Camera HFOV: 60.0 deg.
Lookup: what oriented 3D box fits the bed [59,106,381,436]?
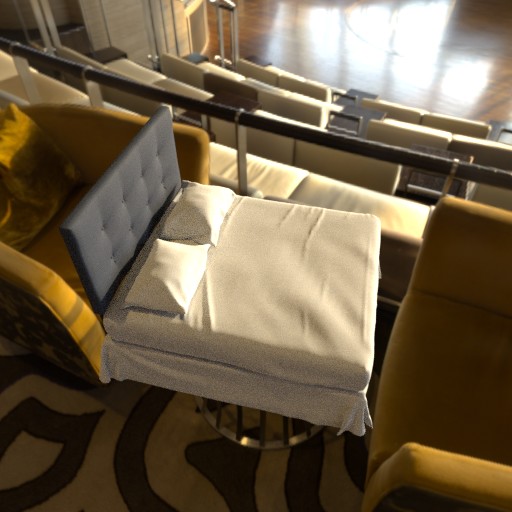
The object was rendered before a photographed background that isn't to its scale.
[{"bbox_3d":[0.000,0.000,3.578,2.222,1.577,1.936,10,46,10],"label":"bed"}]
